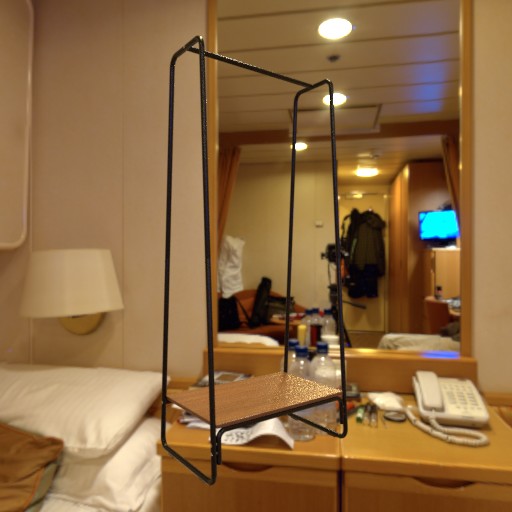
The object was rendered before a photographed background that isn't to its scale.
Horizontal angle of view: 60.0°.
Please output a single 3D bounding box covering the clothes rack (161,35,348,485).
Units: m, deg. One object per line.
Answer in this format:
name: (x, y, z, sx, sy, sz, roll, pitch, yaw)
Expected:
clothes rack: (0.000, 0.000, 1.761, 0.640, 1.500, 0.400, 0, 0, -37)
